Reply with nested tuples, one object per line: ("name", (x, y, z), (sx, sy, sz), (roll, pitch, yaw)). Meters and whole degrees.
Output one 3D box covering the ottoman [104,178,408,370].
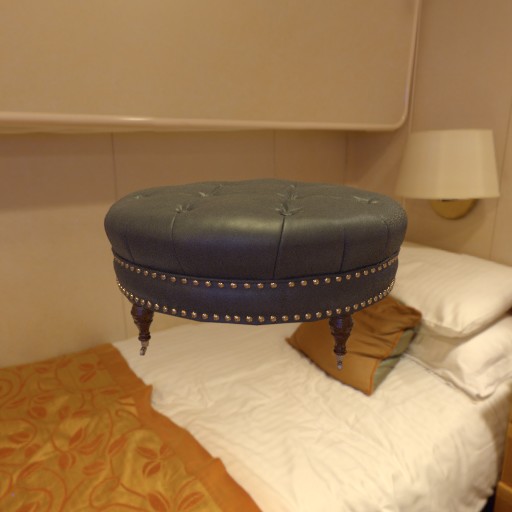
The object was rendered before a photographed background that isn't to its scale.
("ottoman", (0.000, 0.000, 1.397), (0.901, 0.439, 0.901), (0, 15, 0))
